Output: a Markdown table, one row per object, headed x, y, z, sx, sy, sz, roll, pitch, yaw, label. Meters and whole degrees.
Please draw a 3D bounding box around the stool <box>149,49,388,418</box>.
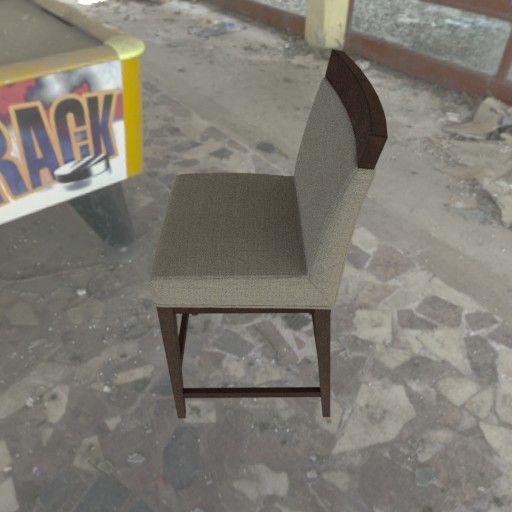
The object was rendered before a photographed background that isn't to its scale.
| x | y | z | sx | sy | sz | roll | pitch | yaw | label |
| --- | --- | --- | --- | --- | --- | --- | --- | --- | --- |
| 0.000 | 0.000 | 1.312 | 0.531 | 1.009 | 0.512 | 0 | 41 | 0 | stool |
